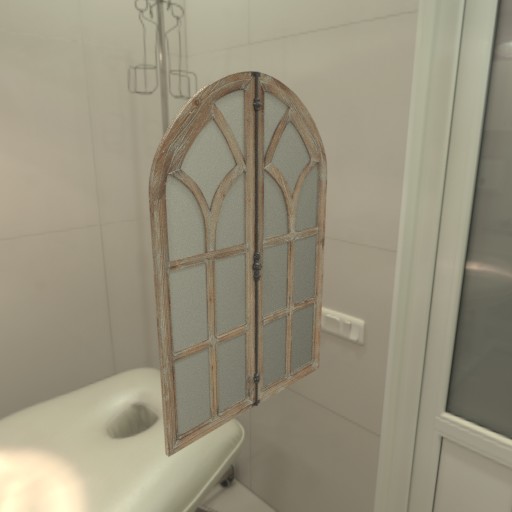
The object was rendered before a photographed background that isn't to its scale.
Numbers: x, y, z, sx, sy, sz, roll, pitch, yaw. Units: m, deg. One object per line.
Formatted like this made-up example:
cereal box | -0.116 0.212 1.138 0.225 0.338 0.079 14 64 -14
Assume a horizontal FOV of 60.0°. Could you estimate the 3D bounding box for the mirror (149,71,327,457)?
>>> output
mirror | 0.000 0.000 1.182 0.609 0.915 0.032 -15 22 -43
